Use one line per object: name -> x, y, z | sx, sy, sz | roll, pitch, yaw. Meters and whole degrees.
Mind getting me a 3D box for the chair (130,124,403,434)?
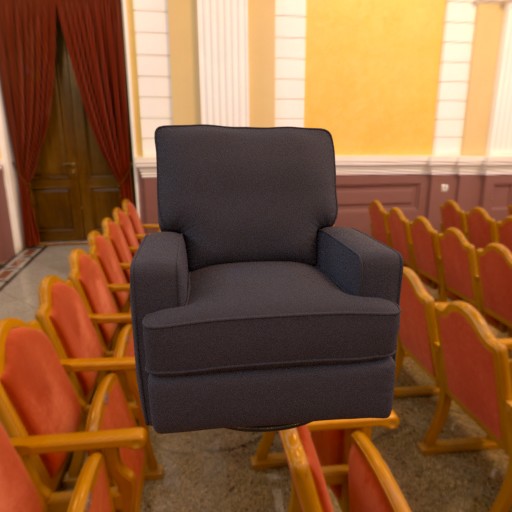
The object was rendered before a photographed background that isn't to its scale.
chair -> 0.000, 0.000, 1.681 | 0.861, 0.962, 0.964 | -2, 16, -8
